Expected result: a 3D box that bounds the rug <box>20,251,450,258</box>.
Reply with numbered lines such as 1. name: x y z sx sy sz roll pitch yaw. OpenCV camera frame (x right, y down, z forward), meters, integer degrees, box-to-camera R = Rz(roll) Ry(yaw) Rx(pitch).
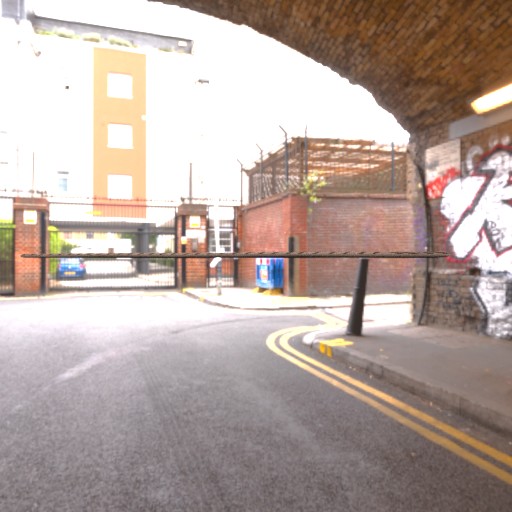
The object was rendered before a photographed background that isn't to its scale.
1. rug: 0.000 0.000 3.172 2.449 0.028 1.829 0 0 20
